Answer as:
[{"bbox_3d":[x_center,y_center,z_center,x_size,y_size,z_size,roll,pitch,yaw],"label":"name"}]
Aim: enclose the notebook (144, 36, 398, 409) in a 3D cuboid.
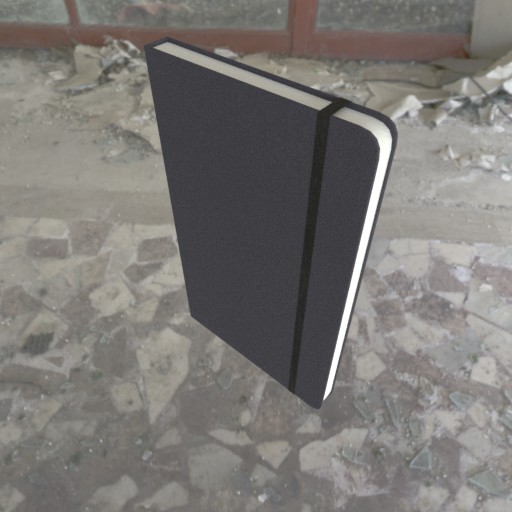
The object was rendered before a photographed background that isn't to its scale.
[{"bbox_3d":[0.000,0.000,0.260,0.127,0.213,0.016,31,53,27],"label":"notebook"}]
